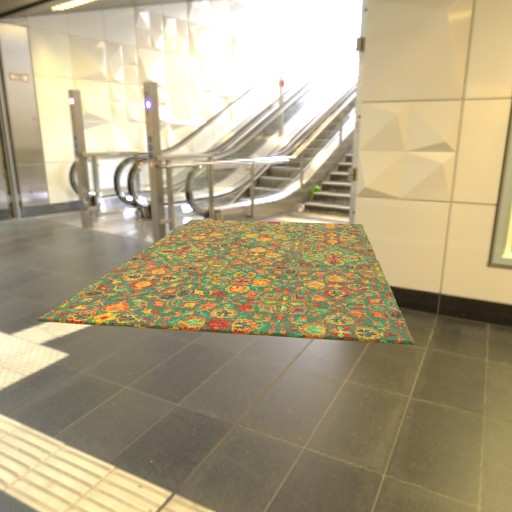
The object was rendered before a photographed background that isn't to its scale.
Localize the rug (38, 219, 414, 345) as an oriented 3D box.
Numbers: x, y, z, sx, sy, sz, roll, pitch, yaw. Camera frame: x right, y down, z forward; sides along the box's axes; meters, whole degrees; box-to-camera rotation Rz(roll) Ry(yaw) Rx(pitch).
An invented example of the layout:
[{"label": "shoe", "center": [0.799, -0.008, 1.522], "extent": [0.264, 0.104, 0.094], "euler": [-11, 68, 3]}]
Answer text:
[{"label": "rug", "center": [0.000, 0.000, 2.845], "extent": [1.527, 0.016, 2.290], "euler": [2, 15, 8]}]
